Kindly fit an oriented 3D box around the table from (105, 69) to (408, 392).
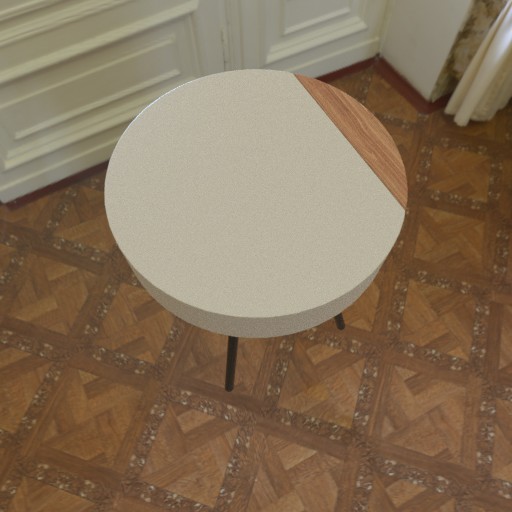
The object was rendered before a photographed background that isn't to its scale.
[{"bbox_3d":[0.000,0.000,0.874,0.450,0.525,0.450,0,63,0],"label":"table"}]
